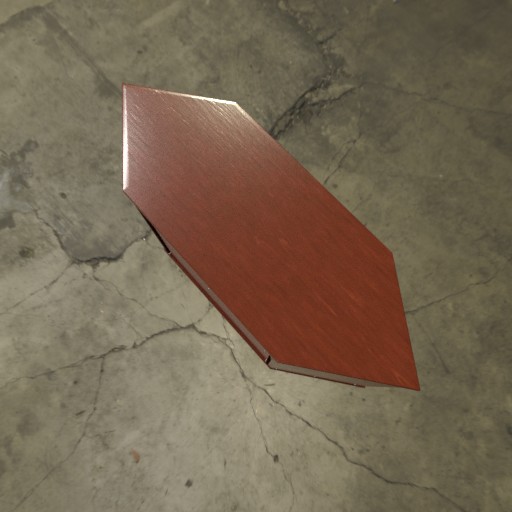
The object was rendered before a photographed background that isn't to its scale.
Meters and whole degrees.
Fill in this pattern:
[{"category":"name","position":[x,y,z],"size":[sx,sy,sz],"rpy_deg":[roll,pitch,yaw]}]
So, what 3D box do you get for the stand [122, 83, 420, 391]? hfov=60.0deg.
[{"category":"stand","position":[0.000,0.000,1.376],"size":[0.381,0.614,1.072],"rpy_deg":[-41,78,-11]}]
